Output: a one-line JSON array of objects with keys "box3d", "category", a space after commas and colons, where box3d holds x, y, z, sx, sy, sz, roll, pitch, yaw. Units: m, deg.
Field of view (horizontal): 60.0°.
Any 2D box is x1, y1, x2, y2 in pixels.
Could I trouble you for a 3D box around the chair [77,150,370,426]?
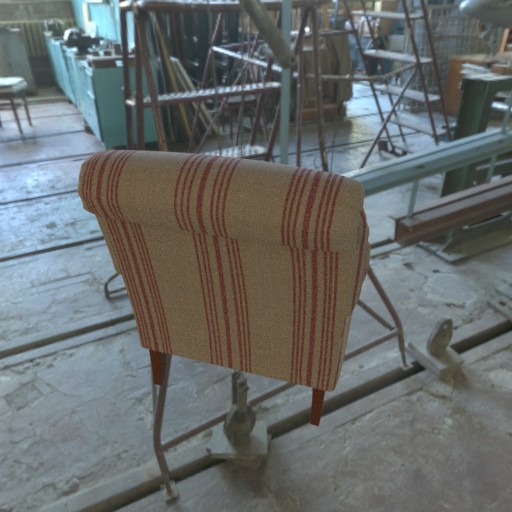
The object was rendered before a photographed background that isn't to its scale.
[{"box3d": [0.000, 0.000, 1.903, 0.933, 1.123, 1.058, 9, 32, 15], "category": "chair"}]
